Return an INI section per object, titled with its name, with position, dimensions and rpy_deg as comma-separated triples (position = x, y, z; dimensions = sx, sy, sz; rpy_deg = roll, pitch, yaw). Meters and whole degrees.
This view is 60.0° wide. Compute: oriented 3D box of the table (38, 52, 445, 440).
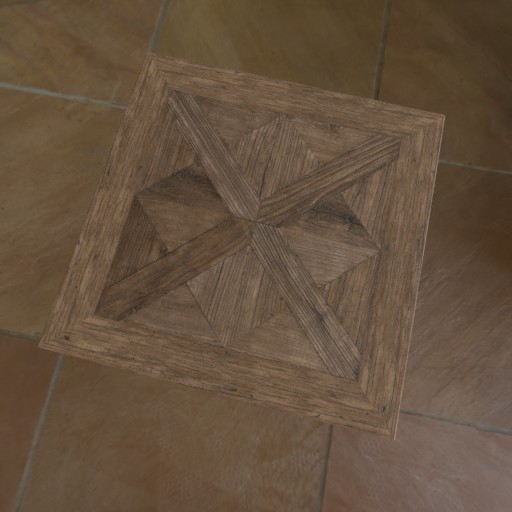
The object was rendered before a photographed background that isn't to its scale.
[table]
position = 0.000, 0.000, 1.182
dimensions = 0.700, 0.532, 0.700
rpy_deg = 14, 75, 4
